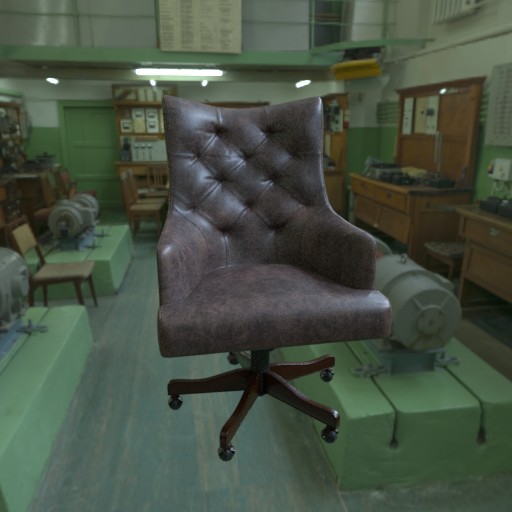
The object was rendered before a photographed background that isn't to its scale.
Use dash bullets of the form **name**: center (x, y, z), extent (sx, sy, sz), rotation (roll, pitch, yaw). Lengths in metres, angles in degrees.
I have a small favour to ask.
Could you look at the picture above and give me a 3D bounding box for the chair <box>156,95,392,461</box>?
- **chair**: center (0.000, 0.000, 1.479), extent (0.641, 1.035, 0.762), rotation (-3, 17, -10)
